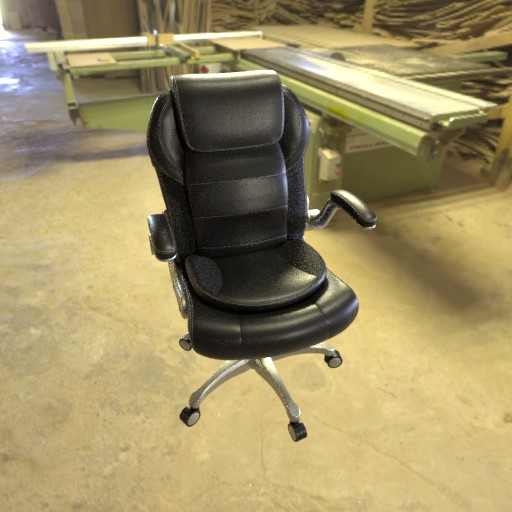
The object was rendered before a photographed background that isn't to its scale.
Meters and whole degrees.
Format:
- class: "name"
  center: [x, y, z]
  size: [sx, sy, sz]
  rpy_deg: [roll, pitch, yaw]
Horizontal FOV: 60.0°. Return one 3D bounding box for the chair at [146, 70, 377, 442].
- class: "chair"
  center: [0.000, 0.000, 1.605]
  size: [0.724, 1.141, 0.801]
  rpy_deg: [-9, 33, -15]
